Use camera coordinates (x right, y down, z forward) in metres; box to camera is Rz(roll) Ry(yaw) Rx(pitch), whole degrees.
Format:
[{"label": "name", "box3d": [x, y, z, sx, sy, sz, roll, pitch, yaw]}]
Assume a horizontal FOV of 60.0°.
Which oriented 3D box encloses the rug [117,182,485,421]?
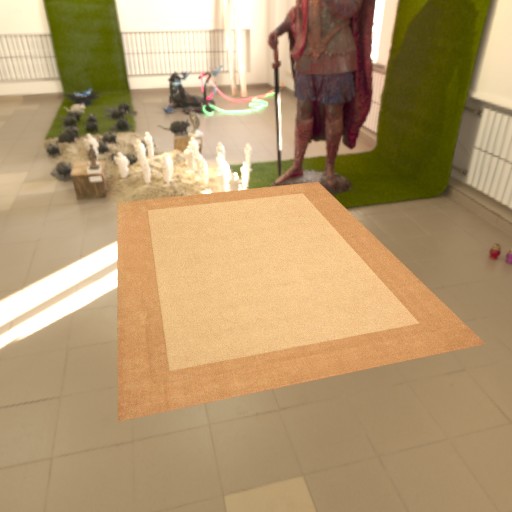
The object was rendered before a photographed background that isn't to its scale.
[{"label": "rug", "box3d": [0.000, 0.000, 4.031, 2.438, 0.014, 3.048, -8, 32, -13]}]
